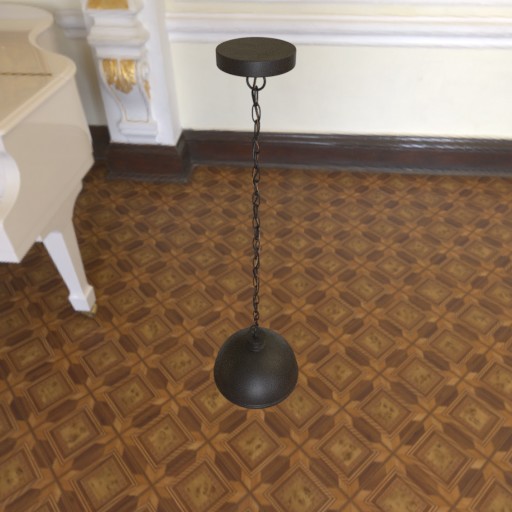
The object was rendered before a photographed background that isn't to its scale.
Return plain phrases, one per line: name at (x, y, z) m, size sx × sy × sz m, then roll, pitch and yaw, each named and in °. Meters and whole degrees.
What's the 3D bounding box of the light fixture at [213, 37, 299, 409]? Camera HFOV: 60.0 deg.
light fixture at (0.000, 0.000, 1.235) m, size 0.304 × 1.090 × 0.304 m, roll 11°, pitch 42°, yaw 13°
